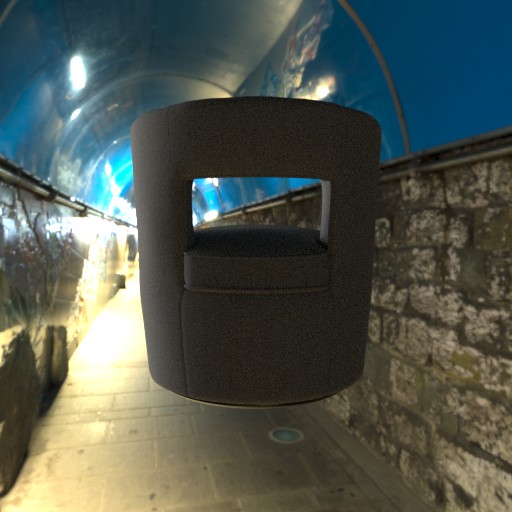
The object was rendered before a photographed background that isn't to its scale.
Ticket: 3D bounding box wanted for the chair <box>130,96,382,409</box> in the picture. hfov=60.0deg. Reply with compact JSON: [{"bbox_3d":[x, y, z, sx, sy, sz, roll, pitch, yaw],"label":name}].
[{"bbox_3d":[0.000,0.000,1.285,0.689,0.719,0.660,0,2,-1],"label":"chair"}]
